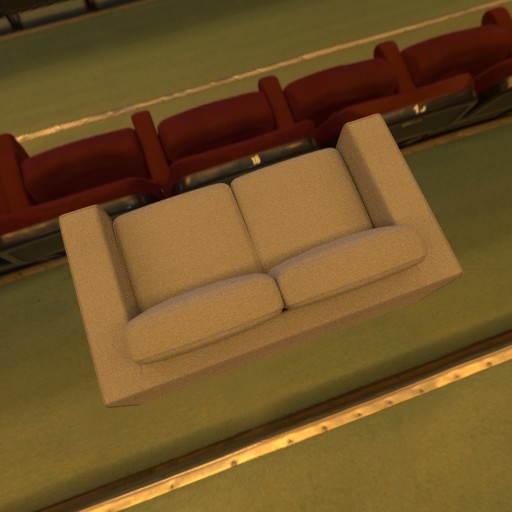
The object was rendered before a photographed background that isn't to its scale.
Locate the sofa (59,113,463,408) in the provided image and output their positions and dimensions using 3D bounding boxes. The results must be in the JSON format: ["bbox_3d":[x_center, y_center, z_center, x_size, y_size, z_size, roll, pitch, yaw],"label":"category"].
[{"bbox_3d":[0.000,0.000,2.418,1.812,0.924,1.007,-19,73,-6],"label":"sofa"}]
